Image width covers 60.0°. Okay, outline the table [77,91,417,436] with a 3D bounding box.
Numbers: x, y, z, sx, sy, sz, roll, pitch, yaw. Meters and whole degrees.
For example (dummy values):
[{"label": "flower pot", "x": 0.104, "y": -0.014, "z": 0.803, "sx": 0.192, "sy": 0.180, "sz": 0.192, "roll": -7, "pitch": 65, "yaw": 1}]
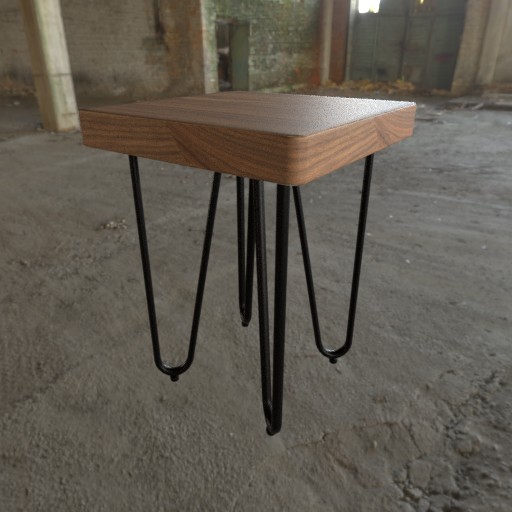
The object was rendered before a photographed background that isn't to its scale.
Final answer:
[{"label": "table", "x": 0.000, "y": 0.000, "z": 0.992, "sx": 0.480, "sy": 0.641, "sz": 0.479, "roll": 17, "pitch": 30, "yaw": 32}]
